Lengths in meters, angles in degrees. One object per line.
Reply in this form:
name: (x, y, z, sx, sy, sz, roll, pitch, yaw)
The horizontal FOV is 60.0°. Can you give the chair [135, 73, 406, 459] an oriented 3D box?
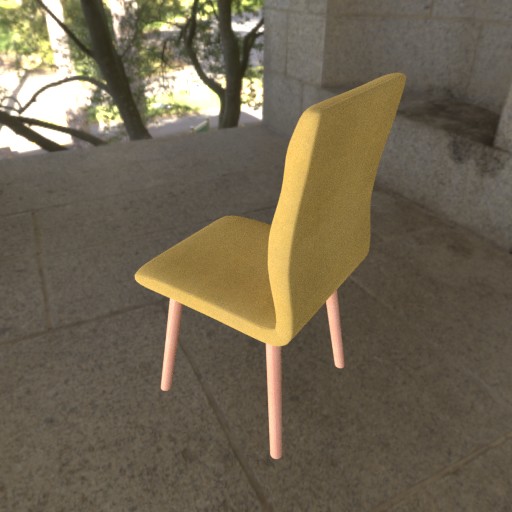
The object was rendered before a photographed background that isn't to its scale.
chair: (0.000, 0.000, 1.256, 0.550, 0.965, 0.450, 20, 37, 29)
